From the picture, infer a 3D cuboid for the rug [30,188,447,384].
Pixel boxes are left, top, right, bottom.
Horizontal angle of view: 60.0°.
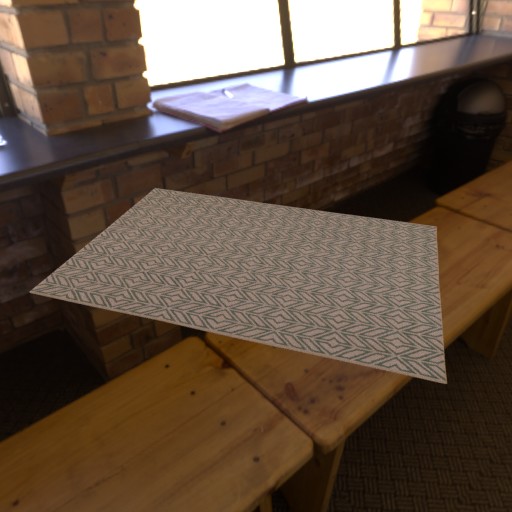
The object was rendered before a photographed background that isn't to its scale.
[{"bbox_3d":[0.000,0.000,2.323,1.828,0.007,1.220,10,34,14],"label":"rug"}]
